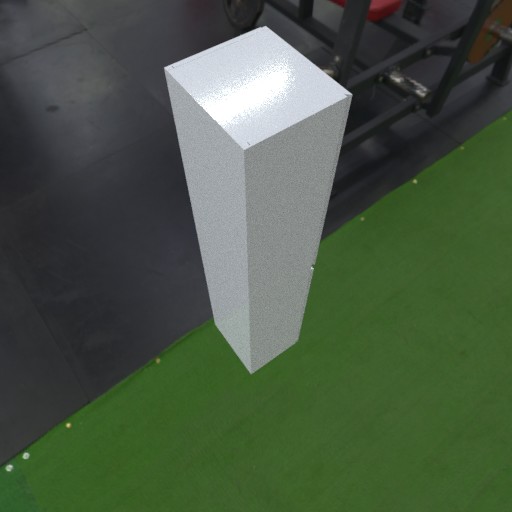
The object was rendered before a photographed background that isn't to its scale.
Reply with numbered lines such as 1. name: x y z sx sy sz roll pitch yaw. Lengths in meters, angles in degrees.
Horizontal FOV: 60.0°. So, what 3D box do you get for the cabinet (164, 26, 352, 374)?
1. cabinet: 0.000 0.000 1.524 0.270 1.400 0.300 -31 63 -18
